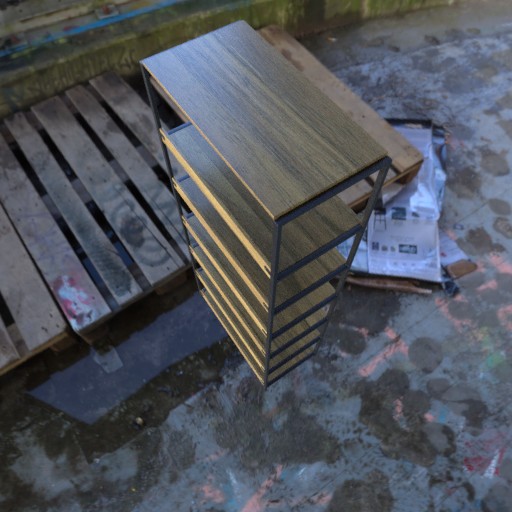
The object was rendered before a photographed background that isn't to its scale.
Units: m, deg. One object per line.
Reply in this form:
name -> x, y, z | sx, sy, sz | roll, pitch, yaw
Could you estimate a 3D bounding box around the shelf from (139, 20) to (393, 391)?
shelf -> 0.000, 0.000, 2.323 | 0.431, 2.015, 0.847 | -31, 65, -16
